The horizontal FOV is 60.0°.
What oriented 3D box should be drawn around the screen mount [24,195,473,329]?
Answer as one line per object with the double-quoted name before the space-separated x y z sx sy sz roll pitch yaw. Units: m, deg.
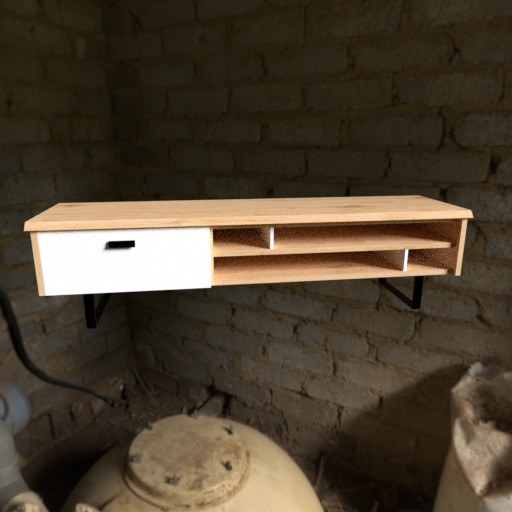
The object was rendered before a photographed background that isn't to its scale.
"screen mount" 0.000 0.000 1.926 1.700 0.430 0.450 -2 16 -8
